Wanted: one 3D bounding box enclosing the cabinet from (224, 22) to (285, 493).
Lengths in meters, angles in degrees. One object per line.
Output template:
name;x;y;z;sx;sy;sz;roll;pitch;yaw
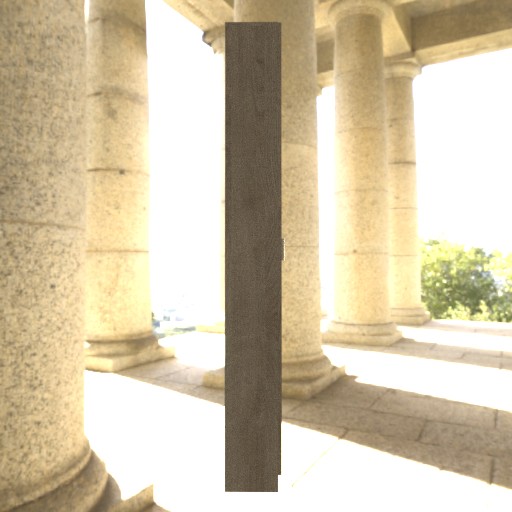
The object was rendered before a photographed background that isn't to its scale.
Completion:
cabinet;0.000;0.000;1.936;0.230;1.790;0.500;0;-1;1
